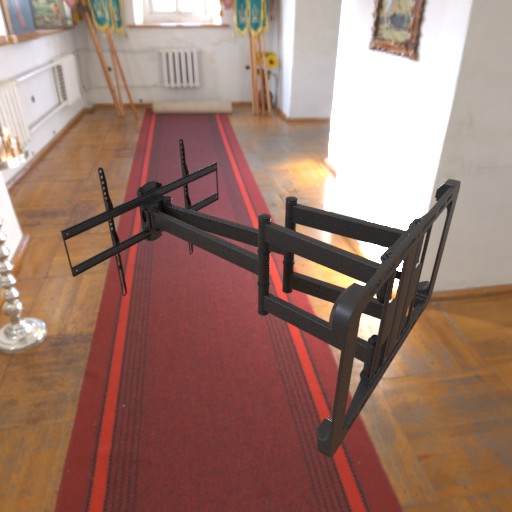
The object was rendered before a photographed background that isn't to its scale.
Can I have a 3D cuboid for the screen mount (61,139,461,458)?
[{"bbox_3d":[0.000,0.000,1.340,0.905,0.483,0.725,21,38,30],"label":"screen mount"}]
